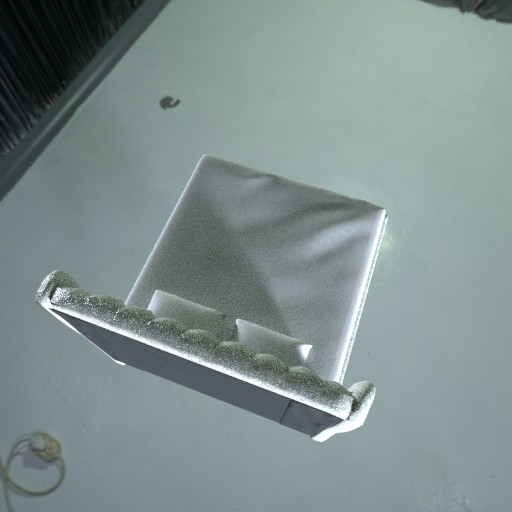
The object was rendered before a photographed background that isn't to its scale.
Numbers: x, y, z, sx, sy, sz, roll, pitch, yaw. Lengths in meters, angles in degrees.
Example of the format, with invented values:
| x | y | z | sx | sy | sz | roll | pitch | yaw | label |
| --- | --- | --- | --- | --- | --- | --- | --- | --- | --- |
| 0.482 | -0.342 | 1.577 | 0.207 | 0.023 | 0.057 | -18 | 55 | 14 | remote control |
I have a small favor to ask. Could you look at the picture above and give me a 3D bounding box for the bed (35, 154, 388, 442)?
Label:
| x | y | z | sx | sy | sz | roll | pitch | yaw | label |
| --- | --- | --- | --- | --- | --- | --- | --- | --- | --- |
| 0.000 | 0.000 | 3.879 | 2.219 | 1.771 | 2.347 | 18 | 66 | 9 | bed |
